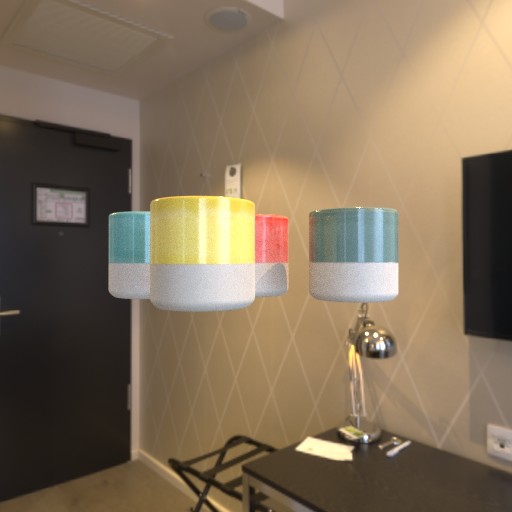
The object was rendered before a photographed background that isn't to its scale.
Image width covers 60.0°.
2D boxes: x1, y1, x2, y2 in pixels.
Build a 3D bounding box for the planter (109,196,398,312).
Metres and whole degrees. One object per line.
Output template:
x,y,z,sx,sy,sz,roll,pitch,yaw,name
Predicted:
0.000,0.000,0.420,0.257,0.075,0.286,0,0,19,planter
